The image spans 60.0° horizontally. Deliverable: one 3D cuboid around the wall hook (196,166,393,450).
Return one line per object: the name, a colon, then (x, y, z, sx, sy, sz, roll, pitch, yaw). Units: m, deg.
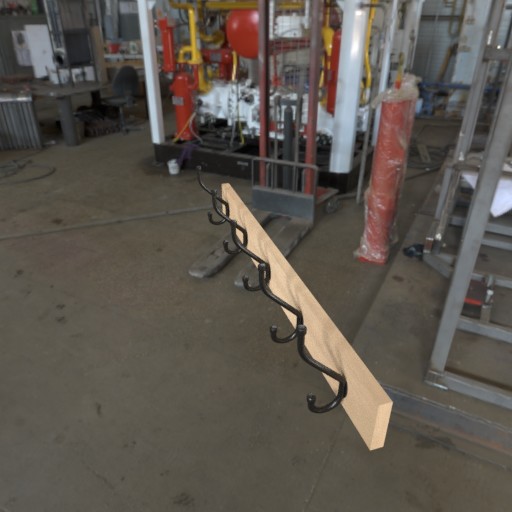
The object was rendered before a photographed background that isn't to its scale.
wall hook: (0.000, 0.000, 0.616, 0.071, 0.117, 0.571, -9, 31, -15)
